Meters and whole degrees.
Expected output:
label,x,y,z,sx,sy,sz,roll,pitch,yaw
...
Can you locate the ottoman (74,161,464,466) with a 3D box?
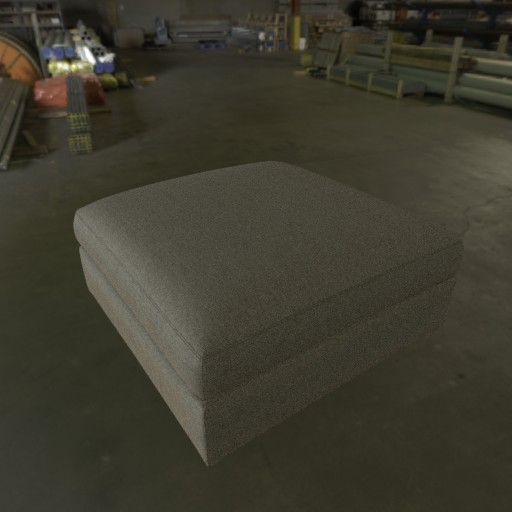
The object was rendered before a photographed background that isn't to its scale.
label,x,y,z,sx,sy,sz,roll,pitch,yaw
ottoman,0.000,0.000,1.650,1.041,0.470,1.041,-19,35,-30
